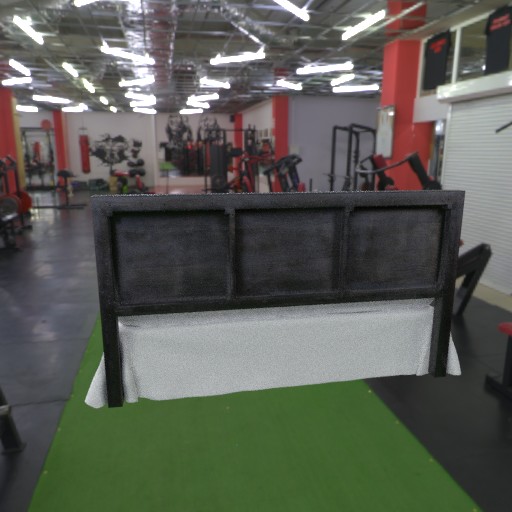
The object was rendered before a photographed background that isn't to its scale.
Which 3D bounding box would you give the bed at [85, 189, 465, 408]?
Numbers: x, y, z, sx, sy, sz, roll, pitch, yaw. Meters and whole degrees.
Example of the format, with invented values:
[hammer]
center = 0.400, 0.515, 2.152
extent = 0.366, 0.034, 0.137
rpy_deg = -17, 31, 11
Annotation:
[bed]
center = 0.000, 0.000, 3.468
extent = 2.255, 1.158, 2.165
rpy_deg = -2, 13, -10
